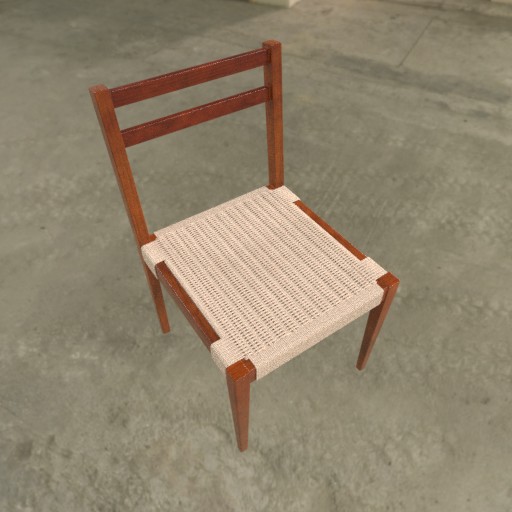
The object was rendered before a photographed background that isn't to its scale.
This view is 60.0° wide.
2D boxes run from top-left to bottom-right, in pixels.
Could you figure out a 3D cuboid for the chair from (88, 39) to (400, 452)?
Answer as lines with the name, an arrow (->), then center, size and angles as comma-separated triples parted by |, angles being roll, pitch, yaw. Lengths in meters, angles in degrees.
chair -> 0.000, 0.000, 1.190 | 0.495, 0.851, 0.569 | -26, 51, -23
